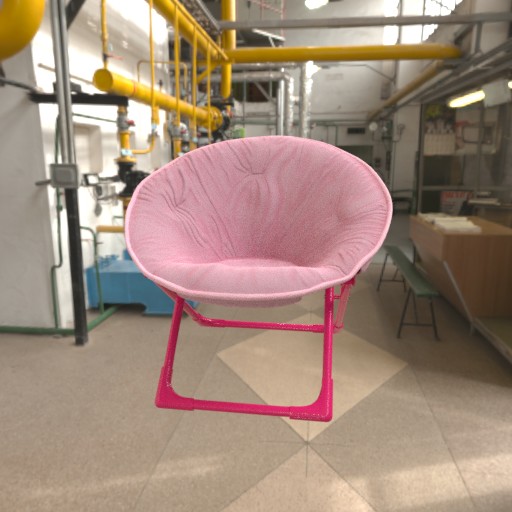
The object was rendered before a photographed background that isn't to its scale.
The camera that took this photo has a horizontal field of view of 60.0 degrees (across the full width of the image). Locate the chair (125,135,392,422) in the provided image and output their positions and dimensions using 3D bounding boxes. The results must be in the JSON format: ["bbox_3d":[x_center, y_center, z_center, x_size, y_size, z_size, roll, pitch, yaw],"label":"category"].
[{"bbox_3d":[0.000,0.000,0.904,0.522,0.494,0.459,2,13,8],"label":"chair"}]
